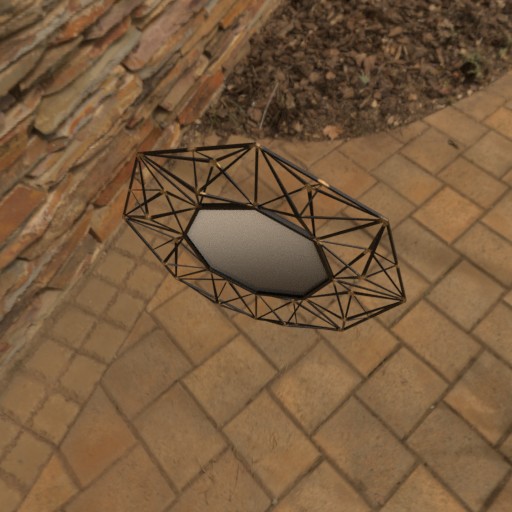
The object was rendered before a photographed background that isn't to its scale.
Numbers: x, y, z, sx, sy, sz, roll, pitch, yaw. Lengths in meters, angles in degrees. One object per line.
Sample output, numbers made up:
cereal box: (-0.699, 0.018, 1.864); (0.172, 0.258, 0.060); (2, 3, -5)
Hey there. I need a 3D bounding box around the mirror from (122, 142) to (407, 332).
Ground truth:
mirror: (0.000, 0.000, 1.050); (0.710, 0.710, 0.094); (17, 59, 10)
